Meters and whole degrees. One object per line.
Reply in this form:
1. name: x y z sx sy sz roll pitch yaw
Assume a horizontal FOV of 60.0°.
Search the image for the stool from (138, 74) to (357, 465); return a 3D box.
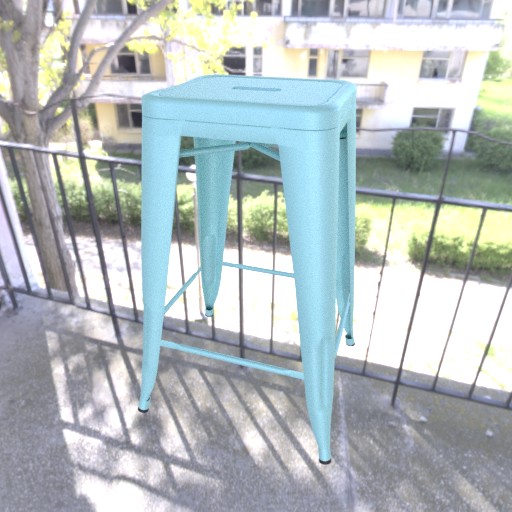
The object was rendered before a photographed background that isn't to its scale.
1. stool: 0.000 0.000 0.845 0.399 0.609 0.359 9 31 16
